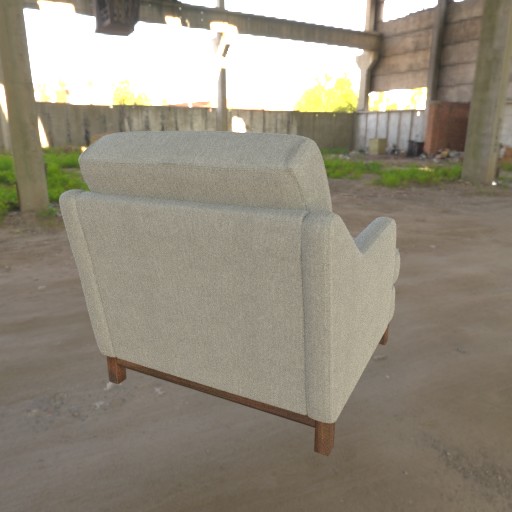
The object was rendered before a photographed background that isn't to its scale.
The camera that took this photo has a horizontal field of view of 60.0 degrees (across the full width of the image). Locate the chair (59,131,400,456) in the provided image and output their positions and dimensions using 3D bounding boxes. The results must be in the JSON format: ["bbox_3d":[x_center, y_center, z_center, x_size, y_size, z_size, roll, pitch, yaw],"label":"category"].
[{"bbox_3d":[0.000,0.000,1.505,0.826,0.821,0.892,8,18,26],"label":"chair"}]
